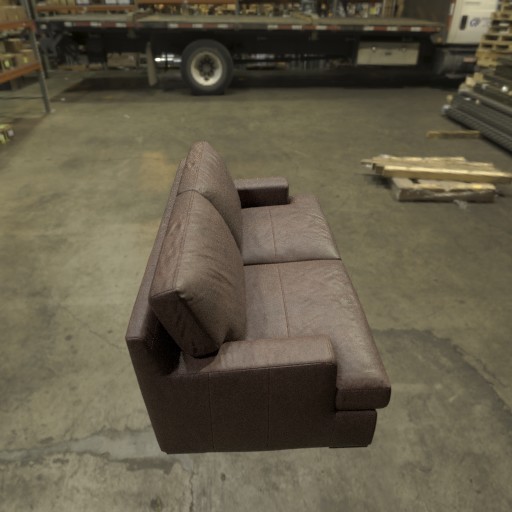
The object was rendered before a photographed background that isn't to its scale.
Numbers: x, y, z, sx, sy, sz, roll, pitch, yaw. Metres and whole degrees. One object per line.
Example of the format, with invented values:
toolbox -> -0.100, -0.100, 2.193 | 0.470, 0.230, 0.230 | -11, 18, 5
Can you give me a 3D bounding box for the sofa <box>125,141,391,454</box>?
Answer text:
sofa -> 0.000, 0.000, 2.837 | 1.143, 0.941, 2.261 | -1, 31, -2
